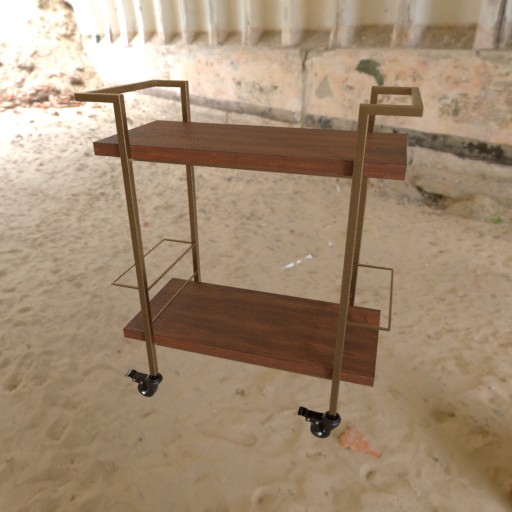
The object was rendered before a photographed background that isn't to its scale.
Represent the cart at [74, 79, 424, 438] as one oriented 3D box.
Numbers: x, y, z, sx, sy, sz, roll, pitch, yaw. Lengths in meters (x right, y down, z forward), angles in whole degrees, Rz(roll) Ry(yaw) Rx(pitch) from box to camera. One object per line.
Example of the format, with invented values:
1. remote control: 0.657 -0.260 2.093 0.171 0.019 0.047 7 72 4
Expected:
1. cart: 0.000 0.000 1.145 0.695 0.807 0.364 8 27 15
